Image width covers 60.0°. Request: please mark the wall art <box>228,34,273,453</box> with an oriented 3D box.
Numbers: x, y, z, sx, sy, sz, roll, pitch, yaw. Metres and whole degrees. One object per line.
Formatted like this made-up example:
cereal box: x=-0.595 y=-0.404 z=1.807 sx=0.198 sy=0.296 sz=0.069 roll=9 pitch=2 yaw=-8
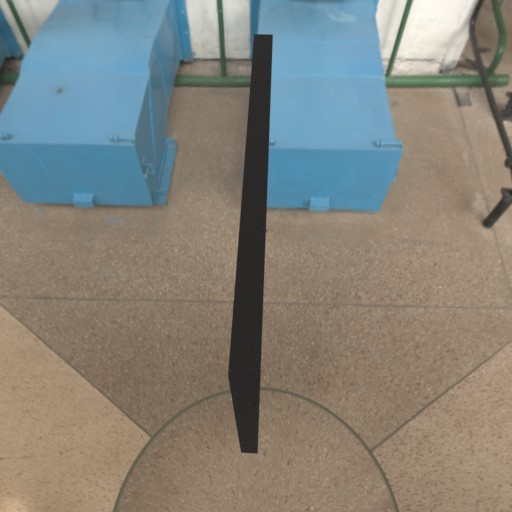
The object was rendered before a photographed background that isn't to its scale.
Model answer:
wall art: x=0.000 y=0.000 z=0.760 sx=0.031 sy=0.457 sz=0.558 roll=2 pitch=58 yaw=1
